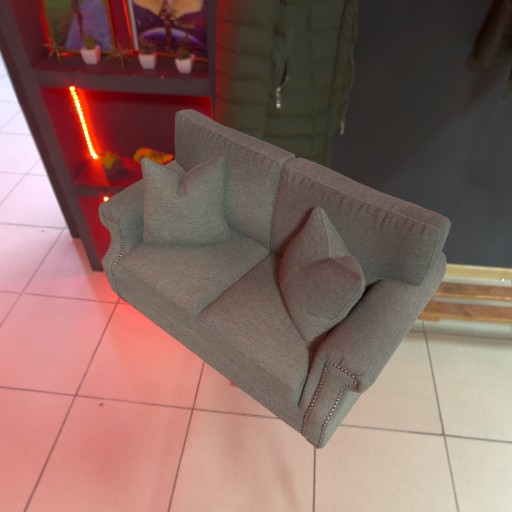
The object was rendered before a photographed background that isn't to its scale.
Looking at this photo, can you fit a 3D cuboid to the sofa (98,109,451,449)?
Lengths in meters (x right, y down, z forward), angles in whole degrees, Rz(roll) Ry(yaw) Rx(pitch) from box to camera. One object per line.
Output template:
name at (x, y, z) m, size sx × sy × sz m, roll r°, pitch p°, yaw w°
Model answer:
sofa at (0.000, 0.000, 2.335) m, size 1.701 × 0.966 × 0.966 m, roll 30°, pitch 52°, yaw 27°
